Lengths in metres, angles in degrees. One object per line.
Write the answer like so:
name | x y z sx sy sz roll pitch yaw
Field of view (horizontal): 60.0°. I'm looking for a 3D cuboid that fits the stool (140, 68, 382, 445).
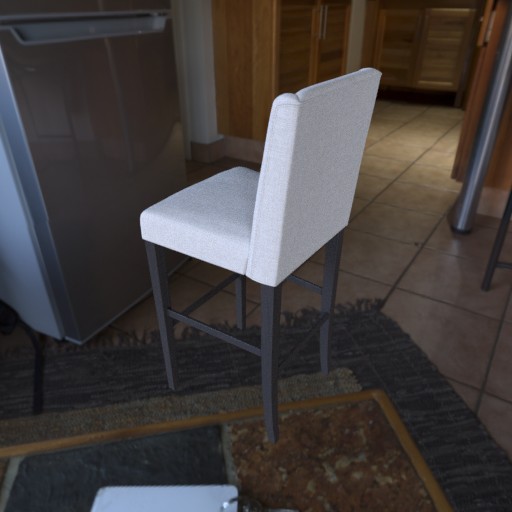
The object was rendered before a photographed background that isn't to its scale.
stool | 0.000 0.000 1.414 0.509 1.116 0.474 20 37 30
